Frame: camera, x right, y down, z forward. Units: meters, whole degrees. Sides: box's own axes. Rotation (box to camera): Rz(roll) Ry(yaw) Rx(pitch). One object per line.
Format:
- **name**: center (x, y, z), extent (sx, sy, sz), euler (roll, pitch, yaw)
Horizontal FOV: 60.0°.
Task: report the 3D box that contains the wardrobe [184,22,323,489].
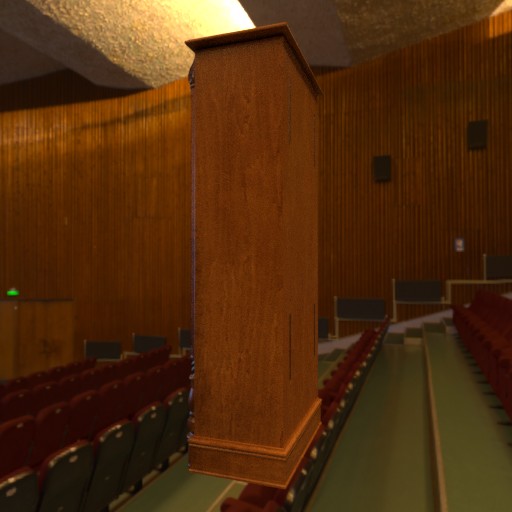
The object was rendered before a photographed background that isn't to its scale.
- **wardrobe**: center (0.000, 0.000, 1.137), extent (0.273, 0.959, 0.406), euler (0, -1, 19)
